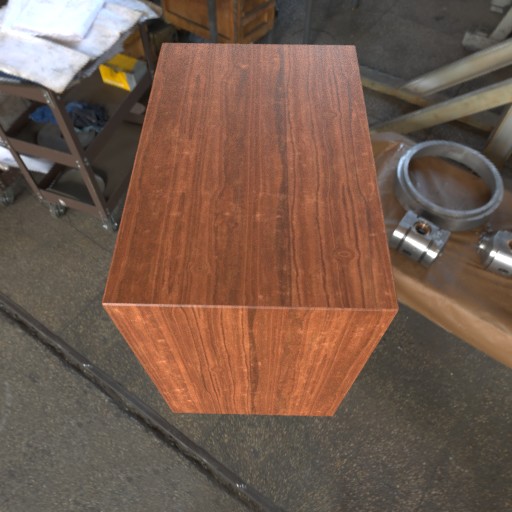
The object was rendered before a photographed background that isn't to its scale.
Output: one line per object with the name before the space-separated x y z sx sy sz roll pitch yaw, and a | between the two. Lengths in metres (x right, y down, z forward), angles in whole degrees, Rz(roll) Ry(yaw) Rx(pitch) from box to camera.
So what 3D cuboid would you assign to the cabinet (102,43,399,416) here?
cabinet | 0.000 0.000 1.054 0.410 0.695 0.607 1 58 1
